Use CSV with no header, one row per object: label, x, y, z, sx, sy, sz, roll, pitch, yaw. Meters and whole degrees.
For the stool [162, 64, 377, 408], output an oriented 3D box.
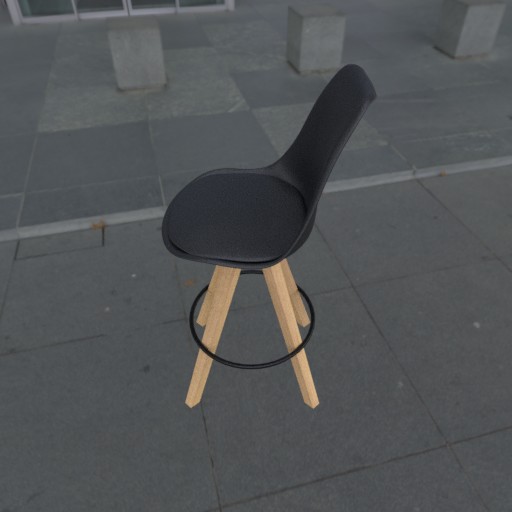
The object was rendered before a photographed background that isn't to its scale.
stool,0.000,0.000,1.409,0.550,1.115,0.485,0,42,0
